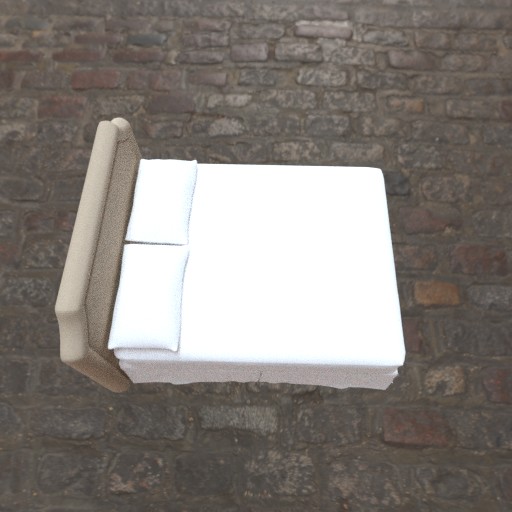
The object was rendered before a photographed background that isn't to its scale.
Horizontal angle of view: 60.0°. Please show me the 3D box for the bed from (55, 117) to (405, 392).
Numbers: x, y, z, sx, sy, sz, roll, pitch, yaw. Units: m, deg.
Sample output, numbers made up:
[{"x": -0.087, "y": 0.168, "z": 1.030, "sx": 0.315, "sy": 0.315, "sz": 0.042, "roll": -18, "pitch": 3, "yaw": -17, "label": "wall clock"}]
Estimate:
[{"x": 0.000, "y": 0.000, "z": 3.284, "sx": 2.204, "sy": 1.301, "sz": 1.828, "roll": 1, "pitch": 64, "yaw": 1, "label": "bed"}]
